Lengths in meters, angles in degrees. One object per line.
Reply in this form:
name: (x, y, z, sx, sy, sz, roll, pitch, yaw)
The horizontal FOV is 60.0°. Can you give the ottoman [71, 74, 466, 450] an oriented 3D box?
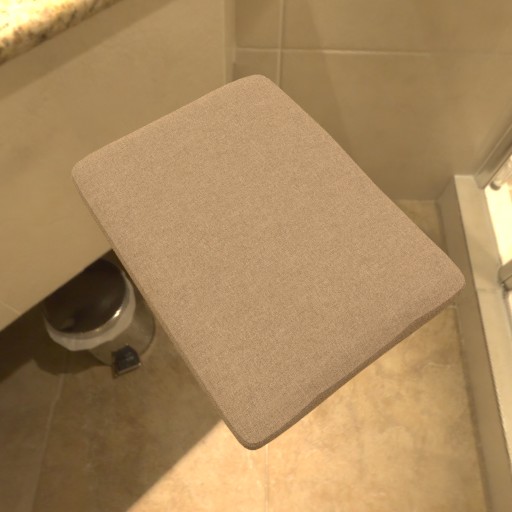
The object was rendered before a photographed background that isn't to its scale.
ottoman: (0.000, 0.000, 1.326, 0.677, 0.519, 0.898, -32, 68, -15)
